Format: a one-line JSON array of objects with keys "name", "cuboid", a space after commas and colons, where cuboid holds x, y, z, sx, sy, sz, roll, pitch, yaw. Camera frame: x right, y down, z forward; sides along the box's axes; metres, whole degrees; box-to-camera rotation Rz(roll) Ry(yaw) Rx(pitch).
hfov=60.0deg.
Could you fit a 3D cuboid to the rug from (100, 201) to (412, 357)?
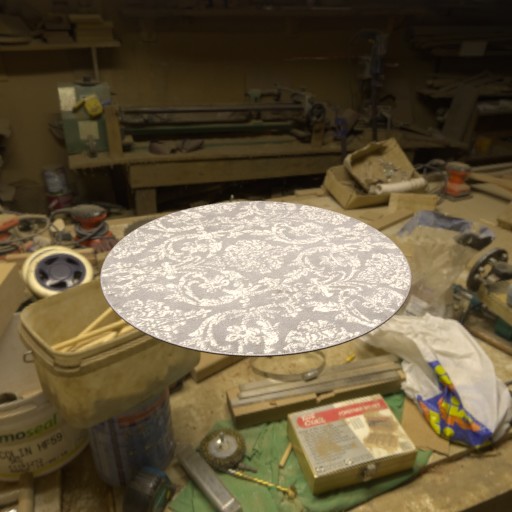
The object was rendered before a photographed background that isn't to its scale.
[{"name": "rug", "cuboid": [0.000, 0.000, 2.371, 1.593, 0.012, 1.593, 0, 28, 0]}]
